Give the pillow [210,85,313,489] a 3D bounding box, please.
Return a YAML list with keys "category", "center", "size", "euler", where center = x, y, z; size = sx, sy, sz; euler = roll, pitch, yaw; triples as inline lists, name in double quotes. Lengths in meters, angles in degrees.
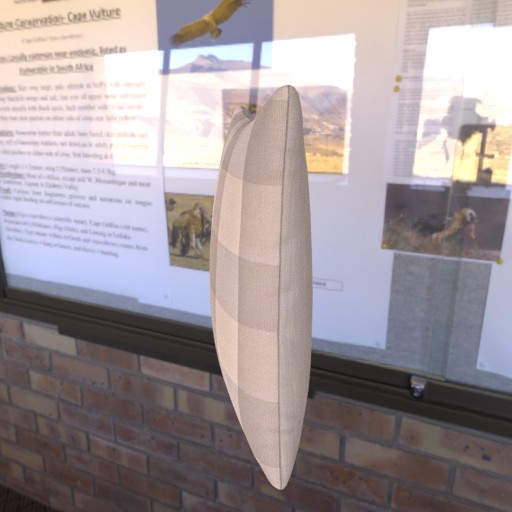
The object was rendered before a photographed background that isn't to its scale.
- category: "pillow"
  center: [0.000, 0.000, 0.761]
  size: [0.161, 0.509, 0.511]
  euler: [-2, 16, -7]
